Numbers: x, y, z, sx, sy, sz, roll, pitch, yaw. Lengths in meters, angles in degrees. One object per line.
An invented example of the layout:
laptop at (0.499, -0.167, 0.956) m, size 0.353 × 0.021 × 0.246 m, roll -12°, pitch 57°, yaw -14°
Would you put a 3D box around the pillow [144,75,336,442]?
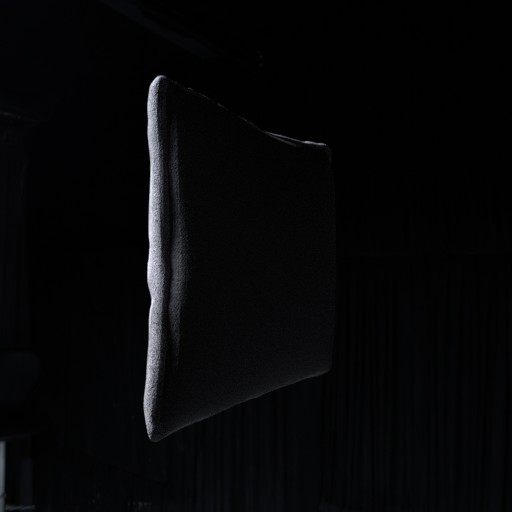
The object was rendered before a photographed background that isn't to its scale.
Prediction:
pillow at (0.000, 0.000, 0.816) m, size 0.204 × 0.520 × 0.522 m, roll -1°, pitch -2°, yaw 36°
